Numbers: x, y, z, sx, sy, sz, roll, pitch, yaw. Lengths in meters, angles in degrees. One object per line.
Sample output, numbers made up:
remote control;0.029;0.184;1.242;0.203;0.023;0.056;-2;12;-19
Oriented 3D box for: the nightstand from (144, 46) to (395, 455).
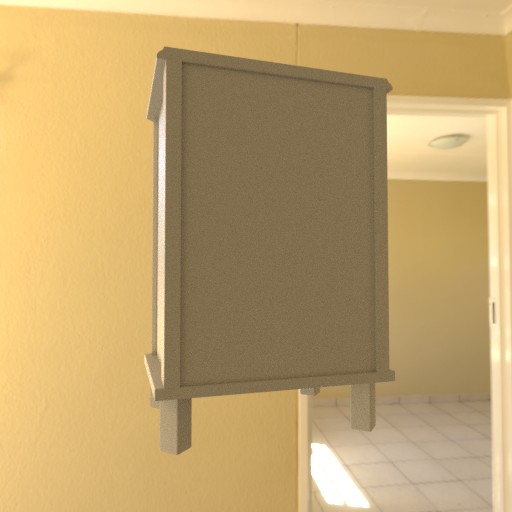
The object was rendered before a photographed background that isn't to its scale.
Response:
nightstand;0.000;0.000;0.953;0.450;0.680;0.350;1;-2;-17
